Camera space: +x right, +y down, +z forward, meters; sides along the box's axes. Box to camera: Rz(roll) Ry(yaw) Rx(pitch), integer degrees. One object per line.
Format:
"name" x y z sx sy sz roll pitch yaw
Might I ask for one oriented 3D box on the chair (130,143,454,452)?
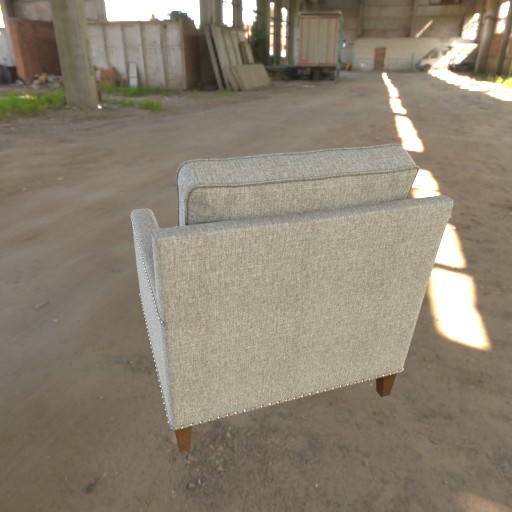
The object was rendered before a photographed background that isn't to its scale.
"chair" 0.000 0.000 1.695 0.853 0.943 1.014 -8 26 -17
